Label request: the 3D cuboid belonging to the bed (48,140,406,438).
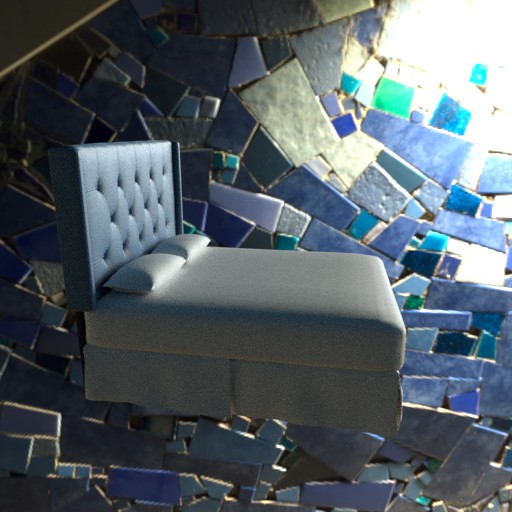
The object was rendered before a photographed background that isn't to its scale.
[{"bbox_3d":[0.000,0.000,3.340,2.078,1.665,1.719,3,16,10],"label":"bed"}]
